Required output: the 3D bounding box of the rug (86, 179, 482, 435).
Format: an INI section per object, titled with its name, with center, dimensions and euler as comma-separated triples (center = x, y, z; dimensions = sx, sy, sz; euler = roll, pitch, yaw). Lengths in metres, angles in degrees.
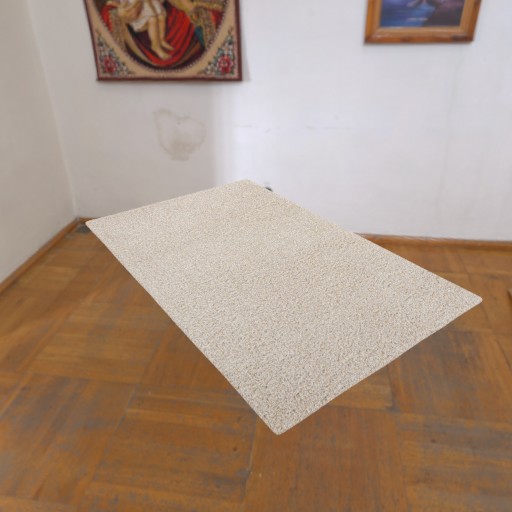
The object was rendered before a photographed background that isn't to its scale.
[rug]
center = 0.000, 0.000, 3.469
dimensions = 1.778, 0.030, 2.743
euler = -21, 37, -31
